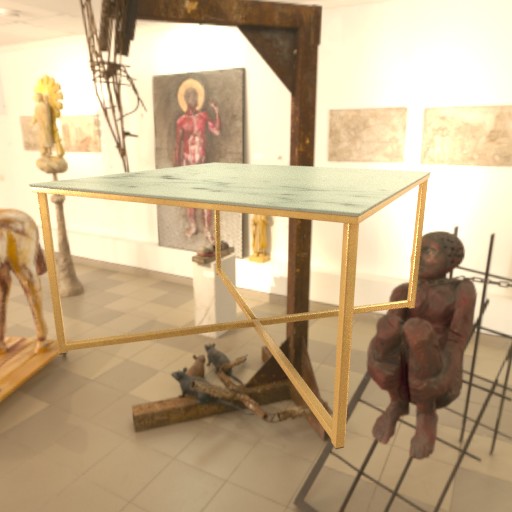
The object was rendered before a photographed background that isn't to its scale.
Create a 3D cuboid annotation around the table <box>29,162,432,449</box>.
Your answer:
[{"bbox_3d":[0.000,0.000,1.273,0.800,0.450,0.800,8,18,27],"label":"table"}]
